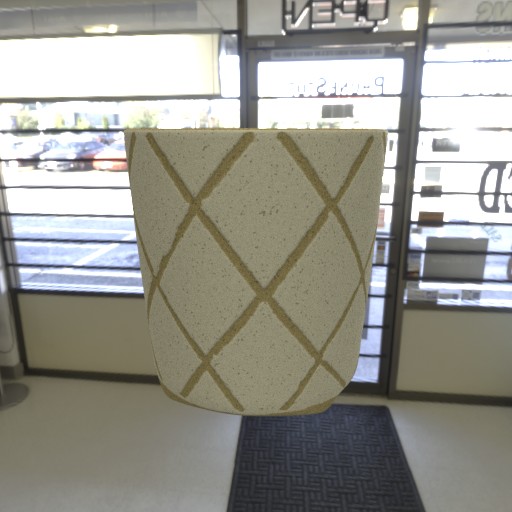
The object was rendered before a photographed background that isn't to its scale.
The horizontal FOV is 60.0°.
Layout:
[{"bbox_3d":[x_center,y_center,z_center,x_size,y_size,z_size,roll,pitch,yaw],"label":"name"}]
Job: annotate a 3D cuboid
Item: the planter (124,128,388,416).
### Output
[{"bbox_3d":[0.000,0.000,0.427,0.228,0.235,0.228,0,16,0],"label":"planter"}]
